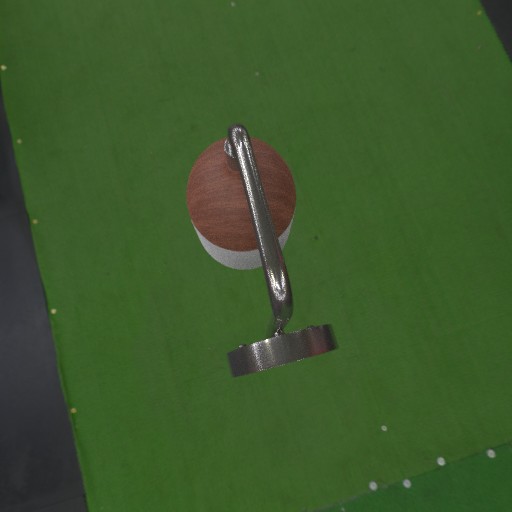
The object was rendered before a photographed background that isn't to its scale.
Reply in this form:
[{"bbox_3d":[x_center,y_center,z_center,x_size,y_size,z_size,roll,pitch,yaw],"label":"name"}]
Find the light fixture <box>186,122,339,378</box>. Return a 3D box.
[{"bbox_3d":[0.000,0.000,0.444,0.108,0.343,0.216,-15,77,-4],"label":"light fixture"}]
